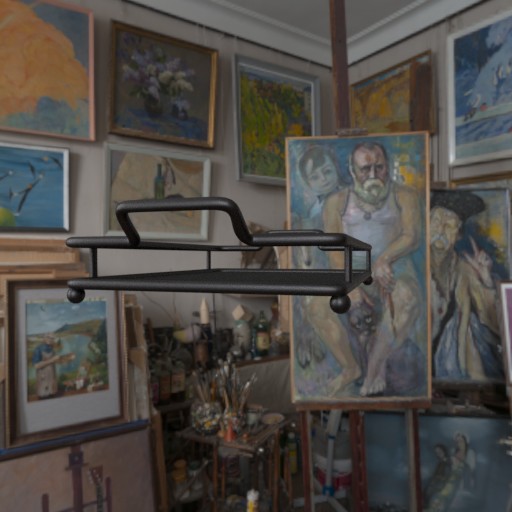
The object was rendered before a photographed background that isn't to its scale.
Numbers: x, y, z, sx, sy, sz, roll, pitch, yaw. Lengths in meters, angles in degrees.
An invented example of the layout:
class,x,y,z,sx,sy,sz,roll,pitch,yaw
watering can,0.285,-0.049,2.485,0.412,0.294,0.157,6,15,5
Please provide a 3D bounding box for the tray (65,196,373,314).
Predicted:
class,x,y,z,sx,sy,sz,roll,pitch,yaw
tray,0.000,0.000,0.618,0.297,0.101,0.495,0,0,18
